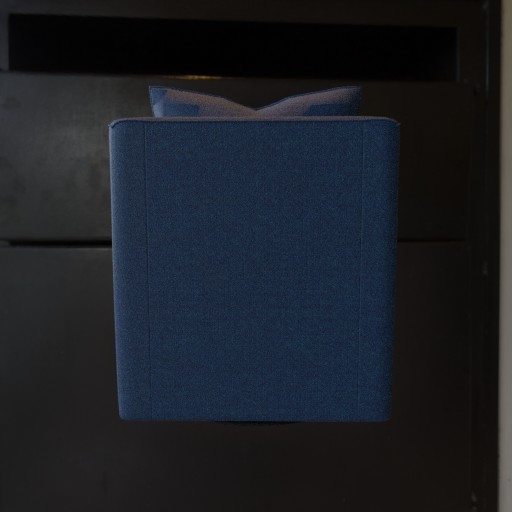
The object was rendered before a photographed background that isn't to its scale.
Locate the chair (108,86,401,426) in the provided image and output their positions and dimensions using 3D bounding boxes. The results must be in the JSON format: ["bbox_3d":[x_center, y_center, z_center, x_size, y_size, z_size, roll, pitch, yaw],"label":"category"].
[{"bbox_3d":[0.000,0.000,1.538,0.750,0.939,0.870,0,1,1],"label":"chair"}]
